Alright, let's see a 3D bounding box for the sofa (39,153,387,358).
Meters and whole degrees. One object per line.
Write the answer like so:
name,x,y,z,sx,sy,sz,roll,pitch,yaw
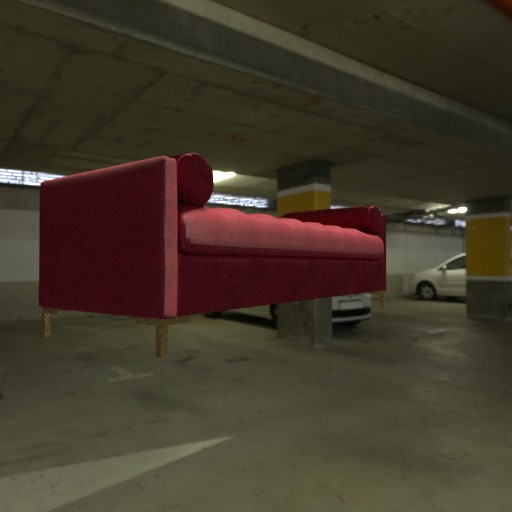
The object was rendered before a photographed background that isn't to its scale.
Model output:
sofa,0.000,0.000,2.482,0.796,0.705,2.102,-1,-2,36
